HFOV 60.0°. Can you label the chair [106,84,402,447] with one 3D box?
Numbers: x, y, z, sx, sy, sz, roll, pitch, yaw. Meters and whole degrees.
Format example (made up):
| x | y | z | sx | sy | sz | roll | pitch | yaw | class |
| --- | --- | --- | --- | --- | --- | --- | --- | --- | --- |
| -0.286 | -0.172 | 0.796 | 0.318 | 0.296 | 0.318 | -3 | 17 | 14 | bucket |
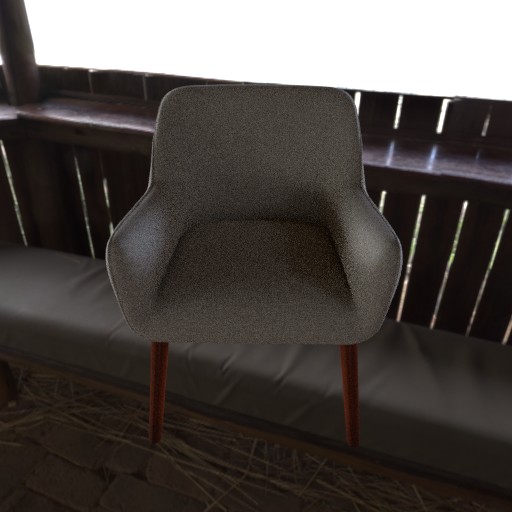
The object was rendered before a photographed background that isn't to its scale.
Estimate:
| x | y | z | sx | sy | sz | roll | pitch | yaw | class |
| --- | --- | --- | --- | --- | --- | --- | --- | --- | --- |
| 0.000 | 0.000 | 1.217 | 0.610 | 0.813 | 0.610 | 1 | 29 | 1 | chair |
